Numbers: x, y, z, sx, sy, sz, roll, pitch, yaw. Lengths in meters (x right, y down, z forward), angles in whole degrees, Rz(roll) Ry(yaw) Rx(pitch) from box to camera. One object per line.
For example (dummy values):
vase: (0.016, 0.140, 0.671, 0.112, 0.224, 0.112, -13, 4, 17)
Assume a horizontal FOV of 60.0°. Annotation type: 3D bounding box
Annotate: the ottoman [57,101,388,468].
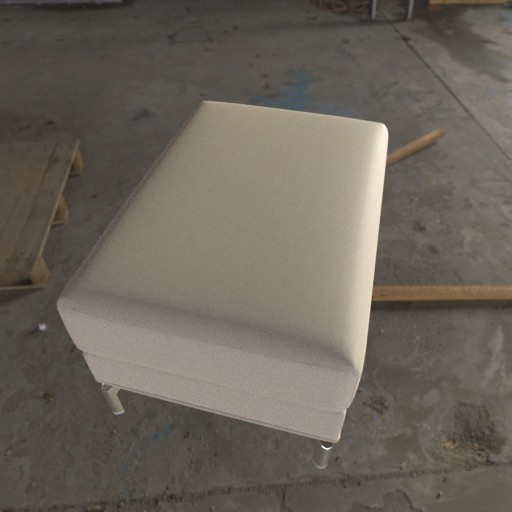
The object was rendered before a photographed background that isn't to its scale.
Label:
ottoman: (0.000, 0.000, 1.187, 0.581, 0.497, 0.835, 11, 47, 10)
